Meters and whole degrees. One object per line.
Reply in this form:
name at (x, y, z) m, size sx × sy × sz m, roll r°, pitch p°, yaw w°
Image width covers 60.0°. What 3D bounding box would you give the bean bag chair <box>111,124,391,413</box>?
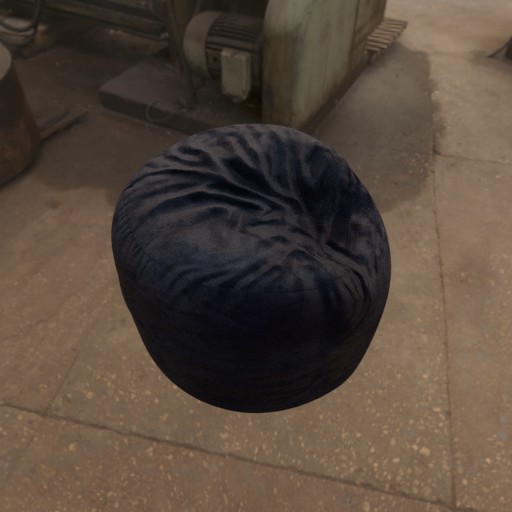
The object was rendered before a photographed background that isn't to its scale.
bean bag chair at (0.000, 0.000, 1.530) m, size 0.918 × 0.616 × 0.918 m, roll 0°, pitch 47°, yaw 0°
